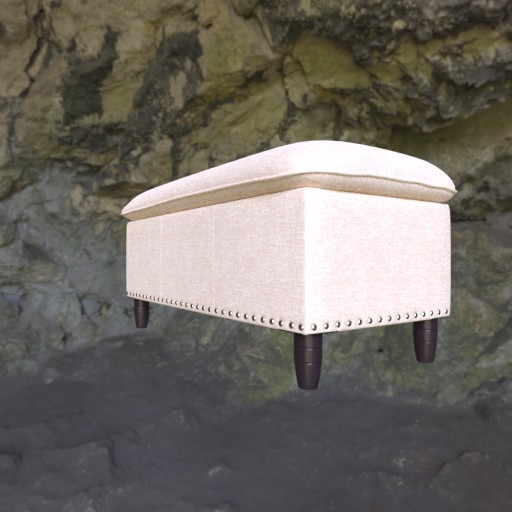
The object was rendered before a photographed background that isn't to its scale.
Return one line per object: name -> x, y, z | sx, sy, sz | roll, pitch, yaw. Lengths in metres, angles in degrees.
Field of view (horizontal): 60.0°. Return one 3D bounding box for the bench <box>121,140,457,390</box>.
bench -> 0.000, 0.000, 1.257 | 0.483, 0.483, 0.991 | 0, 0, -35
